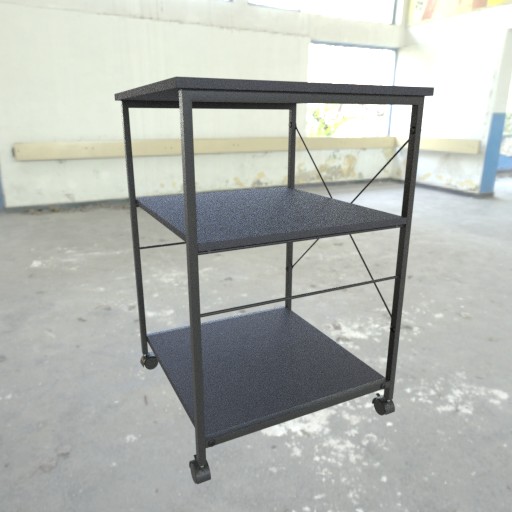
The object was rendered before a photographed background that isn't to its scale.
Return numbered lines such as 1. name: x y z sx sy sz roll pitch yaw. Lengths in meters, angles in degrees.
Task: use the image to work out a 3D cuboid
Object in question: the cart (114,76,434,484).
1. cart: 0.000 0.000 1.090 0.520 0.762 0.521 -8 19 -25
